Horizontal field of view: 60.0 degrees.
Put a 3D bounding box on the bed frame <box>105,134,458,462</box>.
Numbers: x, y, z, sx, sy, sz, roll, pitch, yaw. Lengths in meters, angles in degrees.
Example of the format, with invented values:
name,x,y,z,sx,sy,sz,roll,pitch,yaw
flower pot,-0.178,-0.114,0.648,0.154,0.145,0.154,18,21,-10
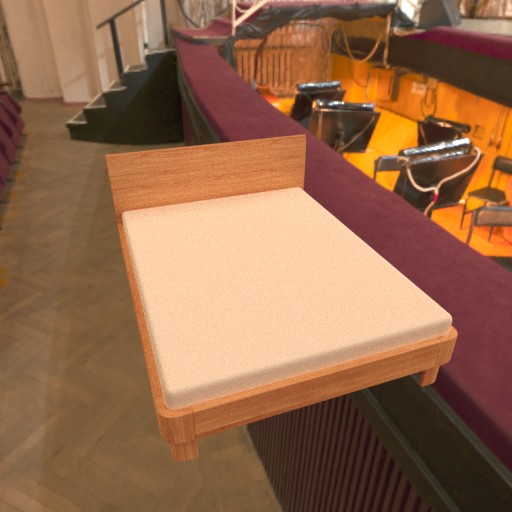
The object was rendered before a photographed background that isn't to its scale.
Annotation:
name,x,y,z,sx,sy,sz,roll,pitch,yaw
bed frame,0.000,0.000,2.979,1.660,0.940,2.092,-11,32,-17
